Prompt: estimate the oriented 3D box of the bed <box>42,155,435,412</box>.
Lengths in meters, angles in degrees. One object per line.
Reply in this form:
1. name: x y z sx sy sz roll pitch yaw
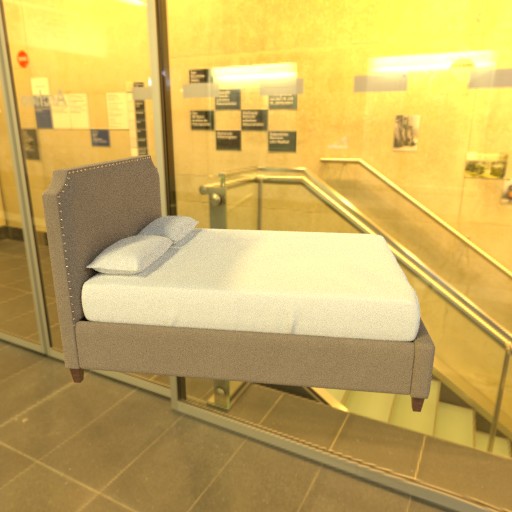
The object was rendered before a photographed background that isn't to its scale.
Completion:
1. bed: 0.000 0.000 3.426 2.329 1.415 1.703 2 17 8
